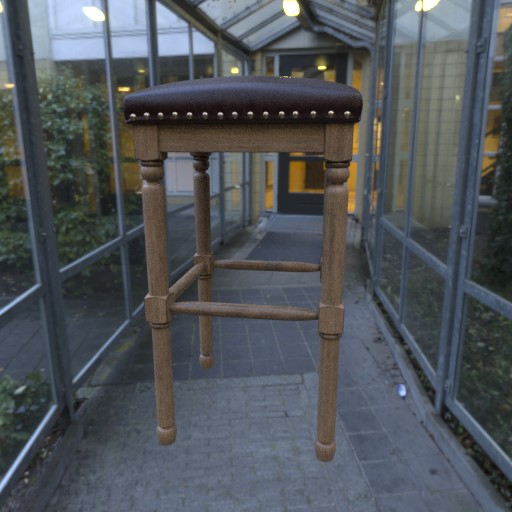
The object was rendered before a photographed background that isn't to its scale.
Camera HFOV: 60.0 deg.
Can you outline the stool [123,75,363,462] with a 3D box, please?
[{"bbox_3d":[0.000,0.000,0.938,0.383,0.702,0.382,2,14,8],"label":"stool"}]
